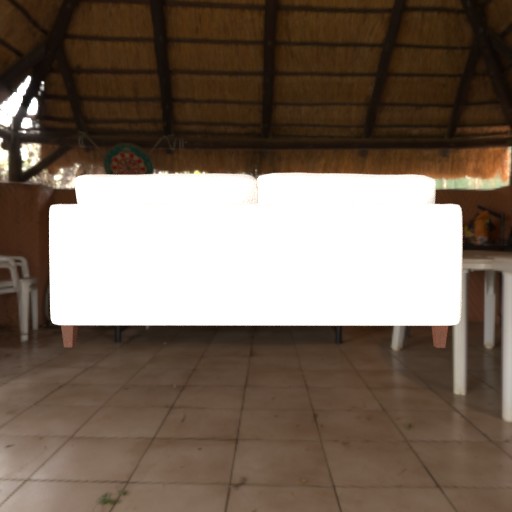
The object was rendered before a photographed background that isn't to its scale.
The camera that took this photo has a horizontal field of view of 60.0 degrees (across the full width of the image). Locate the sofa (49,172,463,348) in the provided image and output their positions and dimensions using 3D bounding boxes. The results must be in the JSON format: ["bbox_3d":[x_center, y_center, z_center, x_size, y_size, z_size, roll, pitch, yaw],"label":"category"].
[{"bbox_3d":[0.000,0.000,2.709,2.139,0.933,0.924,0,1,0],"label":"sofa"}]
